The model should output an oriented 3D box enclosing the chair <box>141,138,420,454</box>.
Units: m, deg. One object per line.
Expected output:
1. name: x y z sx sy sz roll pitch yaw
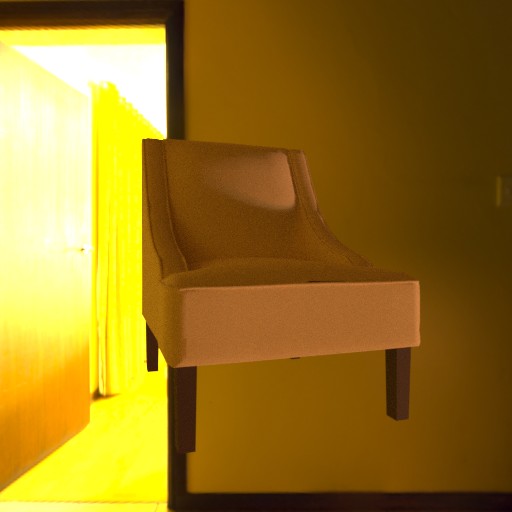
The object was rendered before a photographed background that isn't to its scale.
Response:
1. chair: 0.000 0.000 1.453 0.689 0.886 0.806 0 1 -19
